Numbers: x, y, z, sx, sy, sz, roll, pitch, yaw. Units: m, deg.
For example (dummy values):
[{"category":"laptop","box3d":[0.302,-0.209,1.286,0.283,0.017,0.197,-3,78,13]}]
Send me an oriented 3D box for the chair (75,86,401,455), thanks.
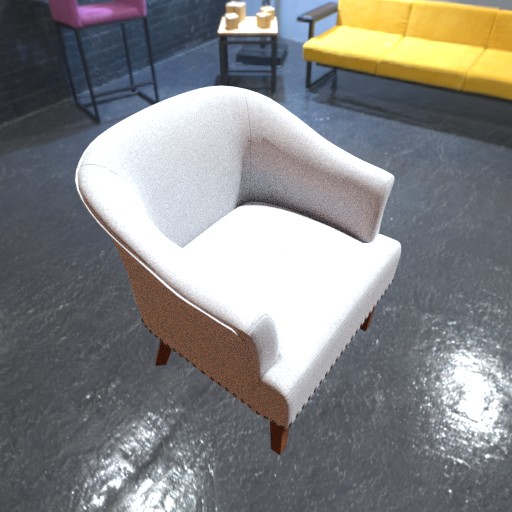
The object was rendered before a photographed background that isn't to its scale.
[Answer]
[{"category":"chair","box3d":[0.000,0.000,1.384,0.704,0.815,0.798,26,47,26]}]
